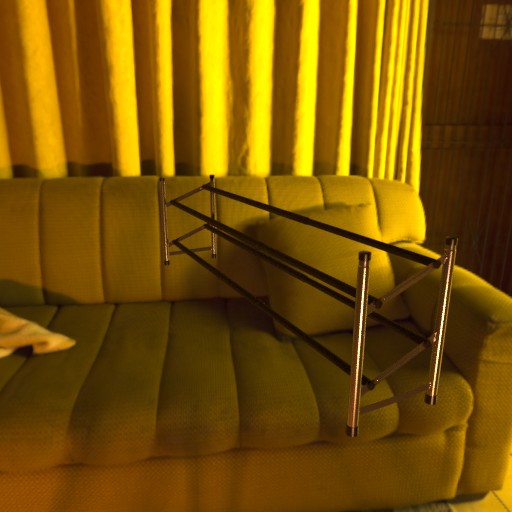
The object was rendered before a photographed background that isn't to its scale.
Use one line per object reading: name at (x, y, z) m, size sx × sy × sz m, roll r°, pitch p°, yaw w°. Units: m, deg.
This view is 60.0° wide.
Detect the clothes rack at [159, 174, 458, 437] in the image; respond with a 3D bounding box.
clothes rack at (0.000, 0.000, 1.298) m, size 0.229 × 0.349 × 1.168 m, roll -9°, pitch 19°, yaw -27°
